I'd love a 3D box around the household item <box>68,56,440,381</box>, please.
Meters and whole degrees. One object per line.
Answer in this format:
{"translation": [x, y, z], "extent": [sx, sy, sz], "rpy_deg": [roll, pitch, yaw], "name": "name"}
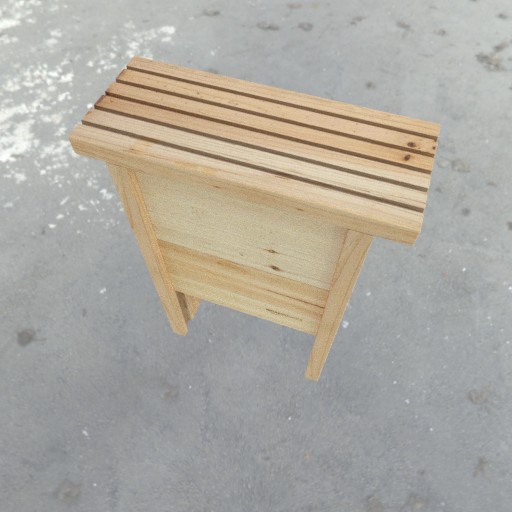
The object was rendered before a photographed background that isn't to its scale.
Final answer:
{"translation": [0.000, 0.000, 0.556], "extent": [0.301, 0.407, 0.123], "rpy_deg": [17, 59, 10], "name": "household item"}
